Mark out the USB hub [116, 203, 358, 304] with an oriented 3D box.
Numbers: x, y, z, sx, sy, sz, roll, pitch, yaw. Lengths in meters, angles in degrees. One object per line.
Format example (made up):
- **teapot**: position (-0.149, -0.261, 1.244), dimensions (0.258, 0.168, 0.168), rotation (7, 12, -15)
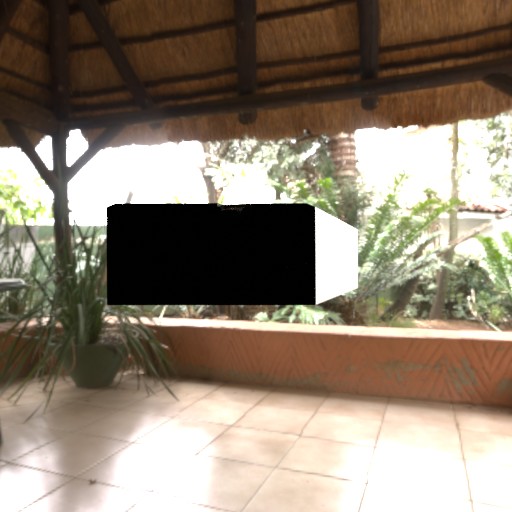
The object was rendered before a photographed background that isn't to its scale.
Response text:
- **USB hub**: position (0.000, 0.000, 0.127), dimensions (0.044, 0.023, 0.110), rotation (0, -1, 20)
